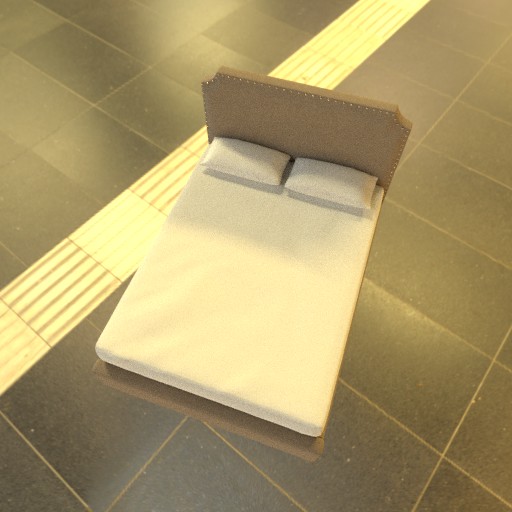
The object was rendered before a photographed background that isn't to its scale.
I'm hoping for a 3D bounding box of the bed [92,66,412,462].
[{"bbox_3d":[0.000,0.000,3.387,1.703,1.415,2.329,16,60,10],"label":"bed"}]
